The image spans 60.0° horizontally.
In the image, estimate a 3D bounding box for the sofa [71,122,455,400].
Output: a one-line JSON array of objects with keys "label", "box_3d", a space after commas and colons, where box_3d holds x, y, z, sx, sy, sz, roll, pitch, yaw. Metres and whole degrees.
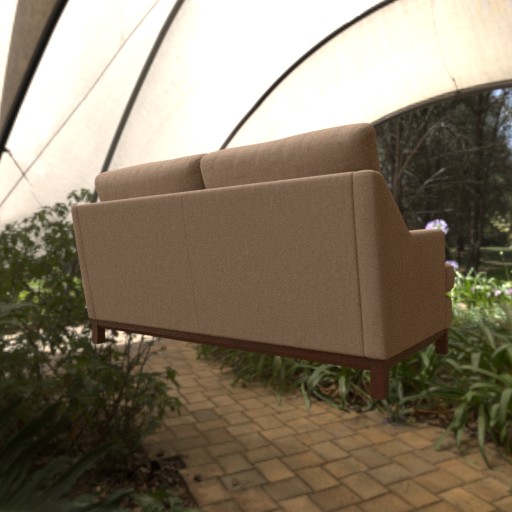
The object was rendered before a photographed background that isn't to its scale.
[{"label": "sofa", "box_3d": [0.000, 0.000, 2.160, 1.619, 0.910, 1.004, 0, 0, 36]}]
